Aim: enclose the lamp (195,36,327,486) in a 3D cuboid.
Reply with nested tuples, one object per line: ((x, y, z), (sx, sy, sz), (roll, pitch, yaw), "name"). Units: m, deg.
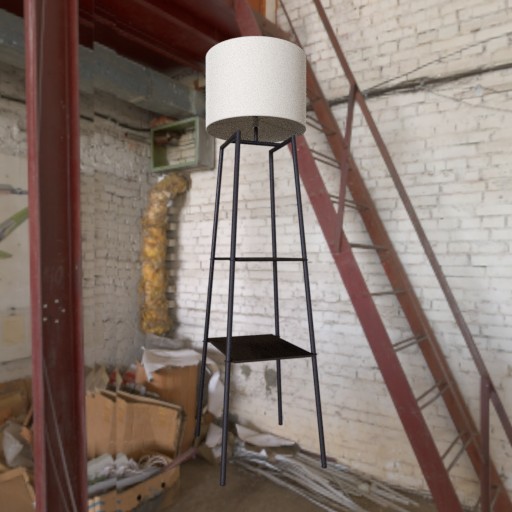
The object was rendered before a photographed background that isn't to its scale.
((0.000, 0.000, 1.674), (0.384, 1.474, 0.427), (0, 0, -19), "lamp")
